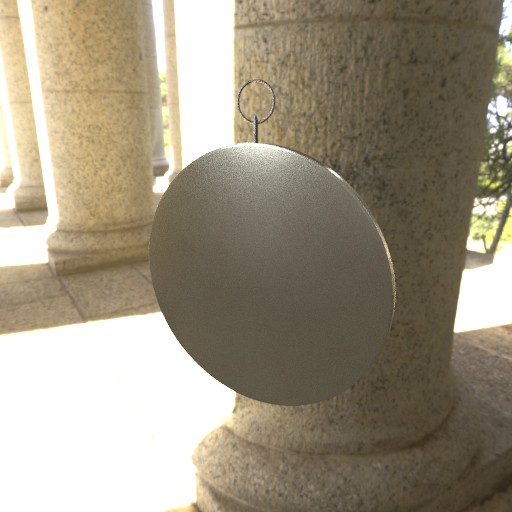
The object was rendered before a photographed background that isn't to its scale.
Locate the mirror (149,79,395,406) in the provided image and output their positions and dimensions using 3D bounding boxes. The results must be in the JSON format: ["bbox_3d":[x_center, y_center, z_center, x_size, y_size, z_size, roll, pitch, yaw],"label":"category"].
[{"bbox_3d":[0.000,0.000,0.959,0.594,0.713,0.020,9,19,27],"label":"mirror"}]
